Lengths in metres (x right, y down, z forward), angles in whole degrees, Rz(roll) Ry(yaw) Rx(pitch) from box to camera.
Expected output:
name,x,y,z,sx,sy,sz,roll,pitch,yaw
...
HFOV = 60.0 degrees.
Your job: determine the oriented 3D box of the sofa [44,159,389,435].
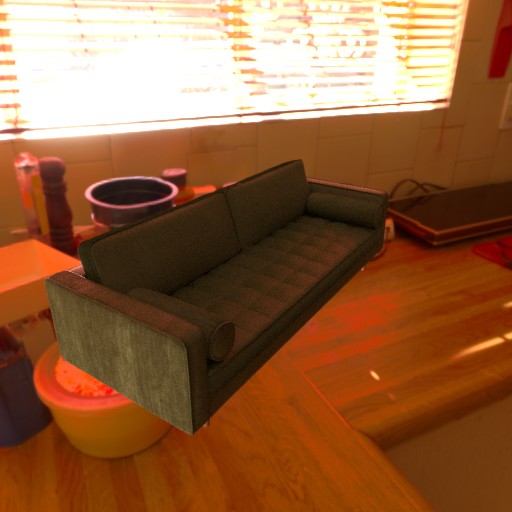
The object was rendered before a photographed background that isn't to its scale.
name,x,y,z,sx,sy,sz,roll,pitch,yaw
sofa,0.000,0.000,2.716,0.918,0.769,2.199,17,30,31
